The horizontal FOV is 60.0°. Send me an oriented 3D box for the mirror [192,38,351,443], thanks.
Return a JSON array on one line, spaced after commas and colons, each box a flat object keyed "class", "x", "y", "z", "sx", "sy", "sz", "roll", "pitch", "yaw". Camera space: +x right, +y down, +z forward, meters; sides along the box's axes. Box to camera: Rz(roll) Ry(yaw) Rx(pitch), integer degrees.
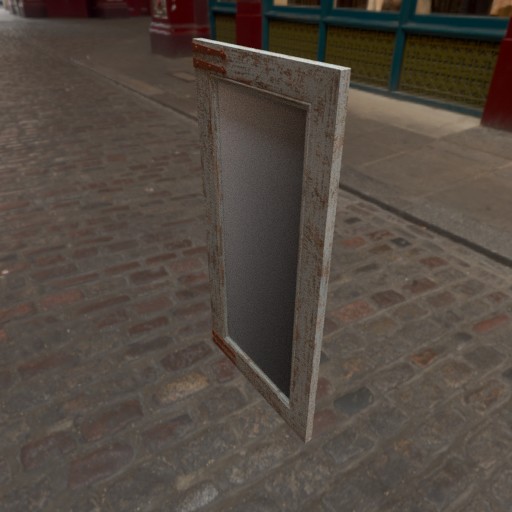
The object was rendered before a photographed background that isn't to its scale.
[{"class": "mirror", "x": 0.000, "y": 0.000, "z": 1.088, "sx": 0.027, "sy": 0.922, "sz": 0.472, "roll": -21, "pitch": 38, "yaw": -29}]
